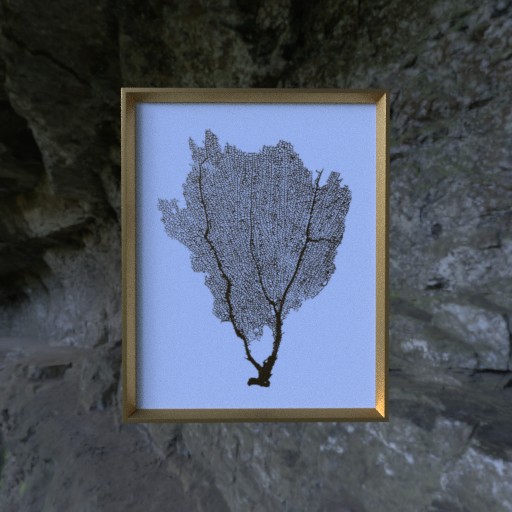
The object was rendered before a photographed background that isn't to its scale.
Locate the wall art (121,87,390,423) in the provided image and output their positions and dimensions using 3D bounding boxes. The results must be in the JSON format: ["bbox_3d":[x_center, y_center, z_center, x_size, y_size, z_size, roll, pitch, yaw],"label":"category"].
[{"bbox_3d":[0.000,0.000,1.029,0.610,0.762,0.038,0,1,-1],"label":"wall art"}]
